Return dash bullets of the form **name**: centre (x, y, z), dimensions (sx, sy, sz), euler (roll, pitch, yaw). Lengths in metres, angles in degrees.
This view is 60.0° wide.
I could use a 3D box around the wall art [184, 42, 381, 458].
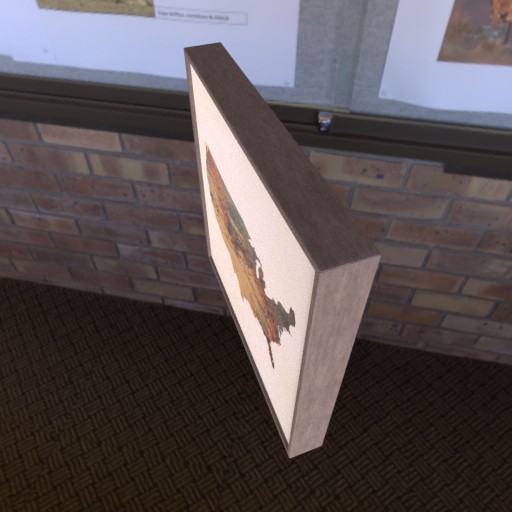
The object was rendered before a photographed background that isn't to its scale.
- **wall art**: centre (0.000, 0.000, 0.450), dimensions (0.038, 0.302, 0.303), euler (-15, 50, -13)
